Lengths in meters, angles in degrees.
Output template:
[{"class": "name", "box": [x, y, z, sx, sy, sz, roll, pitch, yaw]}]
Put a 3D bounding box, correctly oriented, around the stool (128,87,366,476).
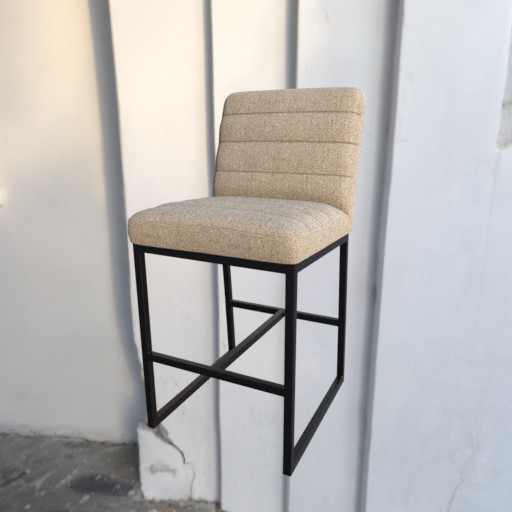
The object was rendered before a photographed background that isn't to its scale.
[{"class": "stool", "box": [0.000, 0.000, 1.270, 0.460, 0.940, 0.560, 7, 17, 25]}]
